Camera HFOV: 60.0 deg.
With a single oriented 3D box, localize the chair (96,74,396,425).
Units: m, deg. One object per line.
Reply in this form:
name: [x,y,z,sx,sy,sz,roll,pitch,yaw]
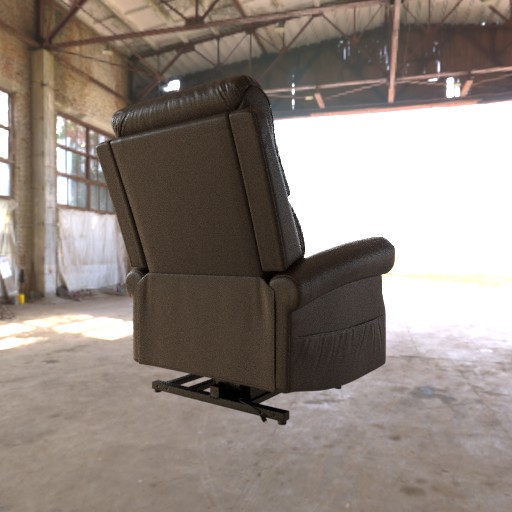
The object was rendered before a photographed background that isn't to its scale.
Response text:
chair: [0.000,0.000,1.727,0.869,1.028,0.978,0,0,35]
